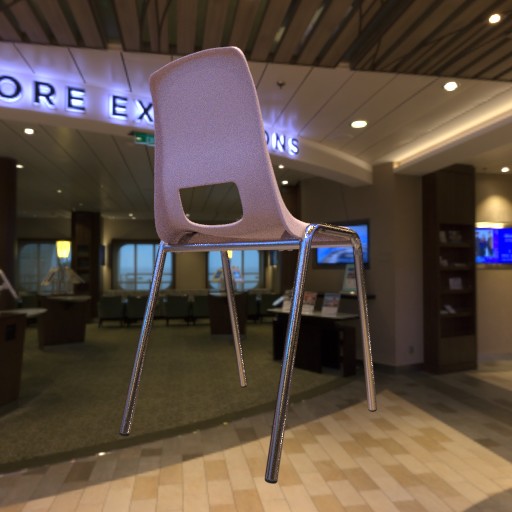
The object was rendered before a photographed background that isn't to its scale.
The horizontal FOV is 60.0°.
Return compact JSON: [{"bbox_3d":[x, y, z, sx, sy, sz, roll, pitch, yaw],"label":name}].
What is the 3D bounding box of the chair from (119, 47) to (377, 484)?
[{"bbox_3d":[0.000,0.000,0.947,0.381,0.704,0.436,-1,-2,34],"label":"chair"}]
